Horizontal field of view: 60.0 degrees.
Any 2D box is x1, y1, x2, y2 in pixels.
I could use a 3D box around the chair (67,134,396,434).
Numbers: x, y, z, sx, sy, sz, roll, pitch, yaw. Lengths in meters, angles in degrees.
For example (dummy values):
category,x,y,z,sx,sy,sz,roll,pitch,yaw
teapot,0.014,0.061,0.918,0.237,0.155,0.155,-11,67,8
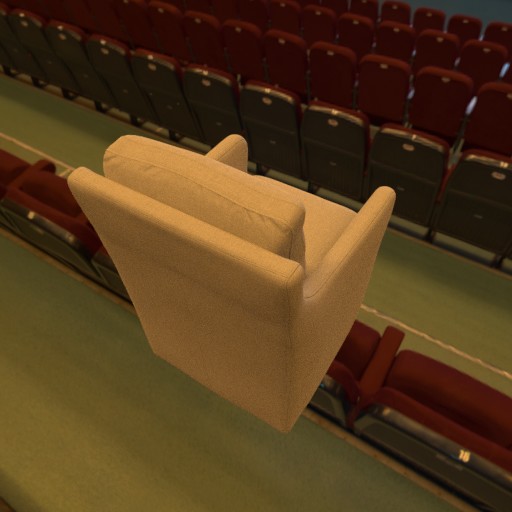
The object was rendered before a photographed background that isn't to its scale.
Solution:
category,x,y,z,sx,sy,sz,roll,pitch,yaw
chair,0.000,0.000,1.371,0.626,0.914,0.694,25,51,22
